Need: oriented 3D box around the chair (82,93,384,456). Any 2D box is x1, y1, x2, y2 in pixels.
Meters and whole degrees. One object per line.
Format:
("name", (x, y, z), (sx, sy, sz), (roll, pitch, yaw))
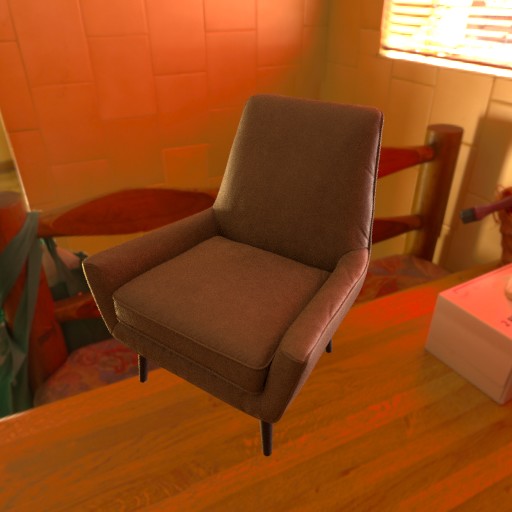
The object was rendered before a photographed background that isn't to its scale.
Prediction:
("chair", (0.000, 0.000, 1.472), (0.787, 0.888, 0.824), (19, 36, 29))
